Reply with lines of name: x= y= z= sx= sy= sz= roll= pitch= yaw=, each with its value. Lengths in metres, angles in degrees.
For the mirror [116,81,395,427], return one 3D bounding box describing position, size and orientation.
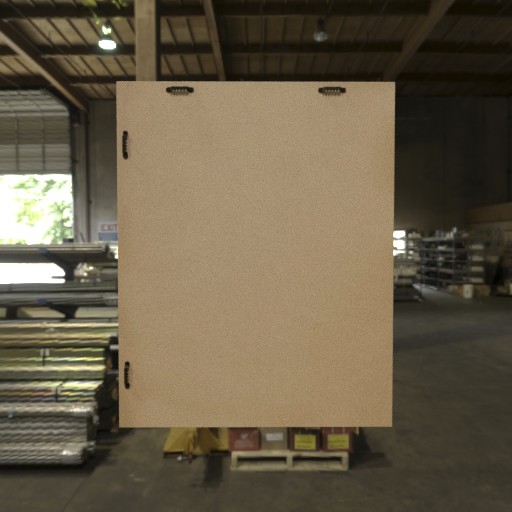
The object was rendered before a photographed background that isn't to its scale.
mirror: x=0.000 y=0.000 z=0.666 sx=0.405 sy=0.508 sz=0.041 roll=0 pitch=2 yaw=0
